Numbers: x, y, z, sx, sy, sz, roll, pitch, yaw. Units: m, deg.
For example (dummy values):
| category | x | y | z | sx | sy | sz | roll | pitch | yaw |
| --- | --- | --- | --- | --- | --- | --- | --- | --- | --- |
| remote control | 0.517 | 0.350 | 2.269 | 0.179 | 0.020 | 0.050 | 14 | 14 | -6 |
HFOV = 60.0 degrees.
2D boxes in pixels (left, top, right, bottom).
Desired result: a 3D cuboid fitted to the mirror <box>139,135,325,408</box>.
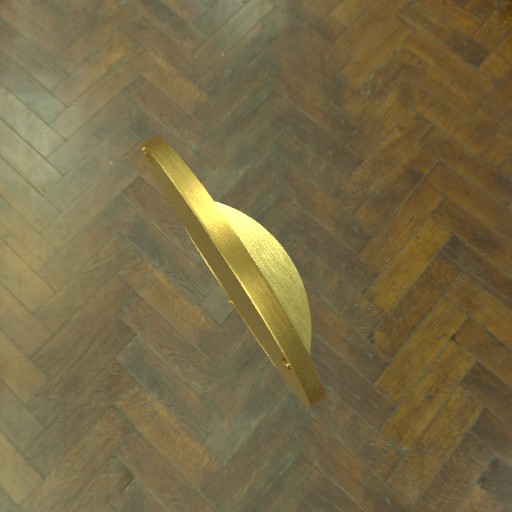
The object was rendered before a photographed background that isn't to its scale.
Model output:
| category | x | y | z | sx | sy | sz | roll | pitch | yaw |
| --- | --- | --- | --- | --- | --- | --- | --- | --- | --- |
| mirror | 0.000 | 0.000 | 0.692 | 0.133 | 0.457 | 0.457 | -33 | 77 | -8 |
